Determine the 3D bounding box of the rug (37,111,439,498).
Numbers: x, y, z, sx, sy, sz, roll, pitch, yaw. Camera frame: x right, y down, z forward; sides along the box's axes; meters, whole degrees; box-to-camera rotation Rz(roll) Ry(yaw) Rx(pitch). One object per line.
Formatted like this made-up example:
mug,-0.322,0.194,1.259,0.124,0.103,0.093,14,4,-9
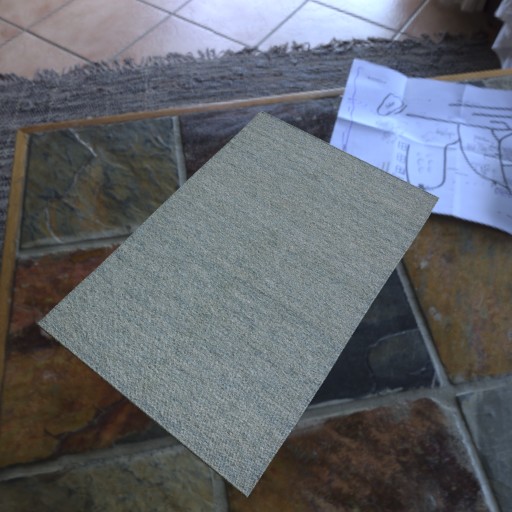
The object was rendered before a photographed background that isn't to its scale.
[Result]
rug,0.000,0.000,2.862,1.547,0.013,2.283,32,64,18
